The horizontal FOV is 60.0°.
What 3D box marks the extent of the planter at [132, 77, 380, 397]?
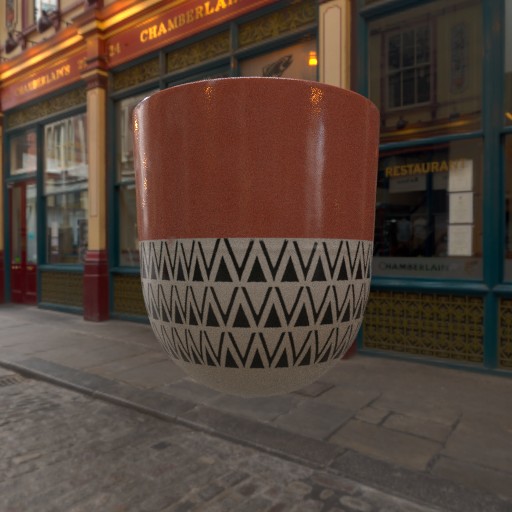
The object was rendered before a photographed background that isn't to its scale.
[{"bbox_3d":[0.000,0.000,0.361,0.195,0.214,0.195,0,0,0],"label":"planter"}]
